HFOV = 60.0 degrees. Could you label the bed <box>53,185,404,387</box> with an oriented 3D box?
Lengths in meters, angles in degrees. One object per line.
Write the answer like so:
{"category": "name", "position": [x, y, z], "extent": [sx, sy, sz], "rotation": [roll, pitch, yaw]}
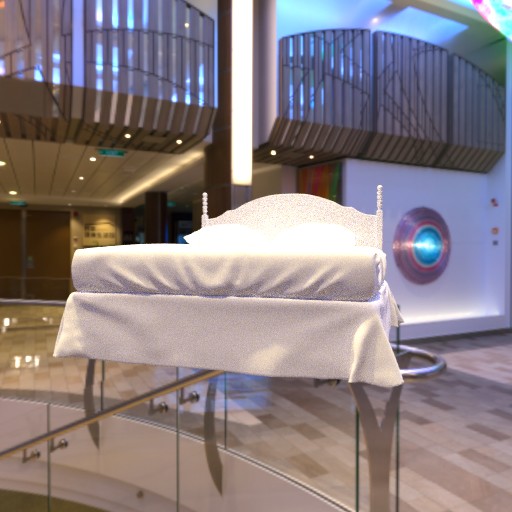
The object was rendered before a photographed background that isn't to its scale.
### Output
{"category": "bed", "position": [0.000, 0.000, 3.595], "extent": [2.322, 1.355, 2.219], "rotation": [0, 1, 18]}
